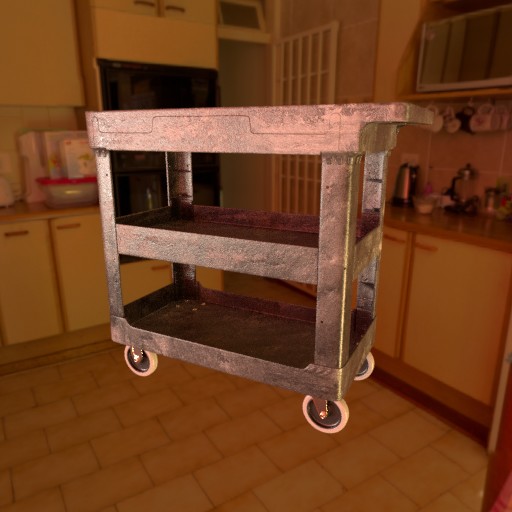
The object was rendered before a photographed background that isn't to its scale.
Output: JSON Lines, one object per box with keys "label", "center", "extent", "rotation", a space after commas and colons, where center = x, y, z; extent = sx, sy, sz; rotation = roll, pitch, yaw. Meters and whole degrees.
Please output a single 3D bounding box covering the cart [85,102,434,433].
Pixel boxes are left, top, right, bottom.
{"label": "cart", "center": [0.000, 0.000, 1.324], "extent": [0.877, 0.824, 0.420], "rotation": [8, 17, 26]}
